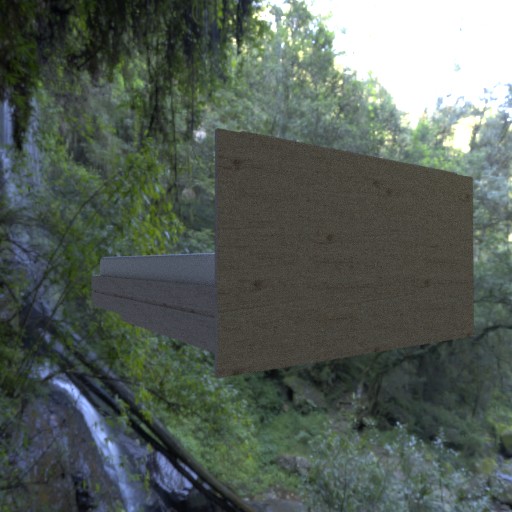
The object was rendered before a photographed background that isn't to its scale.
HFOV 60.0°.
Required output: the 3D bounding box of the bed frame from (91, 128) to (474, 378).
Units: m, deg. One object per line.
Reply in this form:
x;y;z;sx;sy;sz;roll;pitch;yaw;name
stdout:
0.000;0.000;3.037;1.750;0.970;2.080;1;-1;-34;bed frame
